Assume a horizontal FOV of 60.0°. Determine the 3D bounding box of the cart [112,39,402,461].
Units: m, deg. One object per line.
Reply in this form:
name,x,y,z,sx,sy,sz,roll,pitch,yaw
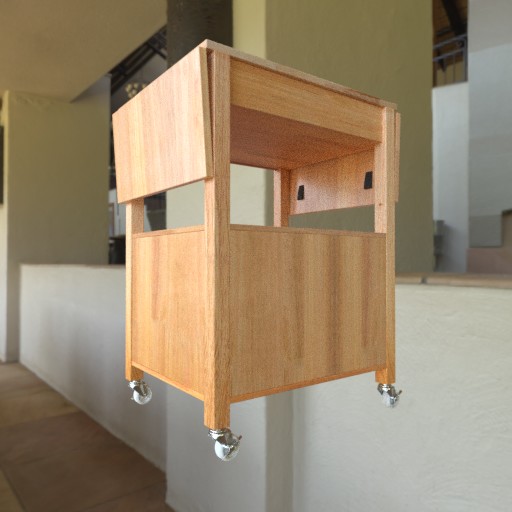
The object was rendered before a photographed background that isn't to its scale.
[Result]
cart,0.000,0.000,1.237,0.640,0.838,0.508,1,-1,-37
